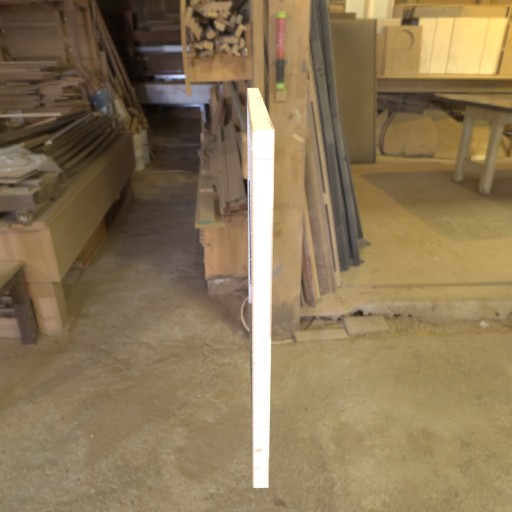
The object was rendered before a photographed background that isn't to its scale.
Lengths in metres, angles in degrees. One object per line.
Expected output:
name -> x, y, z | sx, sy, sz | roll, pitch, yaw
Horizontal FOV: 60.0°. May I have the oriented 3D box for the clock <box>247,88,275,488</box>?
clock -> 0.000, 0.000, 1.066 | 0.032, 0.705, 0.705 | -1, 25, -1
